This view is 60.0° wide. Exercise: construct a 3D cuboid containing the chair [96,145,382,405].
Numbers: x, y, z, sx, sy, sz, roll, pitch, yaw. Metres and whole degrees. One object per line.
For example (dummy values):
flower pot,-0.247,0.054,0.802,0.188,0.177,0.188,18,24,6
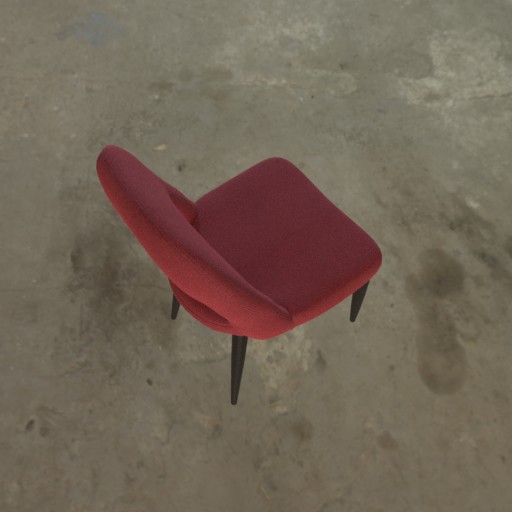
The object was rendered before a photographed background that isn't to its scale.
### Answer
chair,0.000,0.000,1.203,0.569,0.892,0.483,-33,64,-18
